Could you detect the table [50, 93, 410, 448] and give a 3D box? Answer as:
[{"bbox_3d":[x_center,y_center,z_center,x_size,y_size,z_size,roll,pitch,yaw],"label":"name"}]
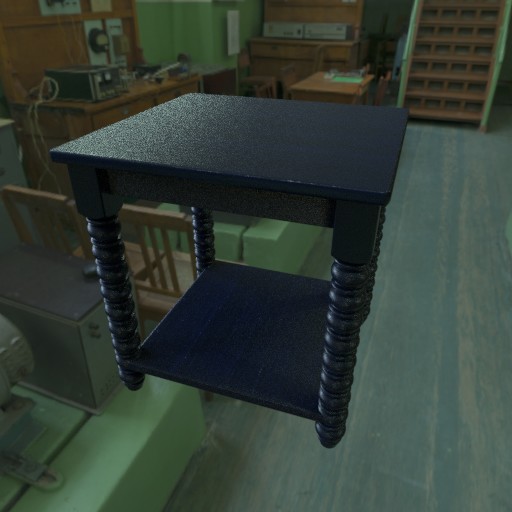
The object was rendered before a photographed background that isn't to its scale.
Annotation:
[{"bbox_3d":[0.000,0.000,0.976,0.533,0.567,0.500,10,32,16],"label":"table"}]
